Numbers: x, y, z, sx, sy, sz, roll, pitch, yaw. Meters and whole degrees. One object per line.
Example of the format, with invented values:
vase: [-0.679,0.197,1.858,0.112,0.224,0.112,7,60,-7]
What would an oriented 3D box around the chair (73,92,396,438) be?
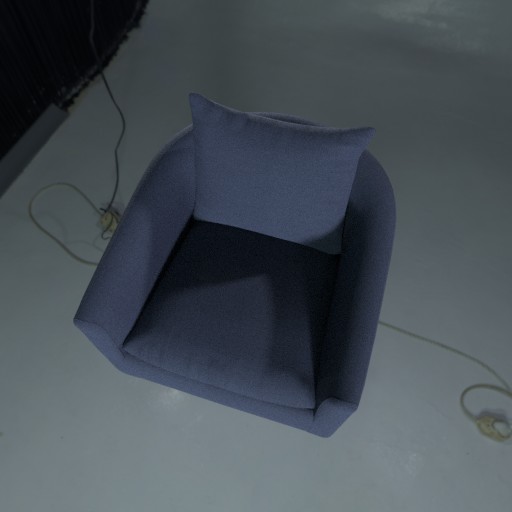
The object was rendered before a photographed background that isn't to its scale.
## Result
chair: [0.000,0.000,1.546,0.845,0.848,0.910,15,60,9]
